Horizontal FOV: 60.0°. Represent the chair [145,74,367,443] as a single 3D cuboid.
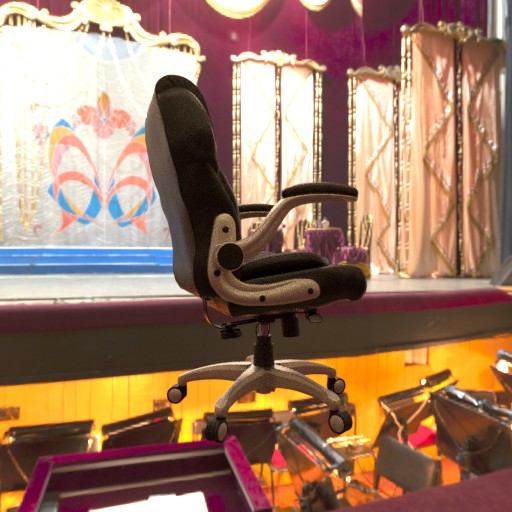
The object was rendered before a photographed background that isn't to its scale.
[{"bbox_3d":[0.000,0.000,1.676,0.801,1.141,0.724,0,1,-18],"label":"chair"}]
